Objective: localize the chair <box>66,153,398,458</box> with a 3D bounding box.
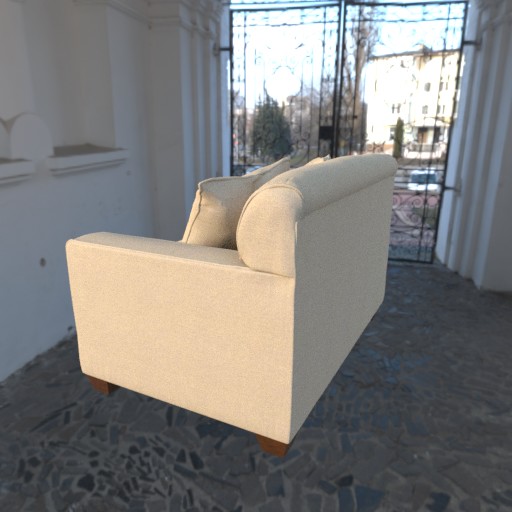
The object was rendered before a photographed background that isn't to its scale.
[{"bbox_3d":[0.000,0.000,2.091,1.000,0.948,1.383,8,18,26],"label":"chair"}]
